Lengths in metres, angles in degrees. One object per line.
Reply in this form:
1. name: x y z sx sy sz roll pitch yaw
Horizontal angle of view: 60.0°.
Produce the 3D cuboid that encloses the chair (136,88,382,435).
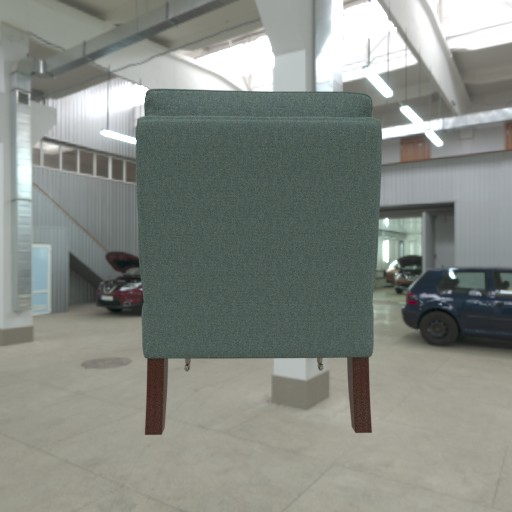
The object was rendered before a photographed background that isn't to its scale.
1. chair: 0.000 0.000 1.442 0.624 0.901 0.796 0 0 -1
